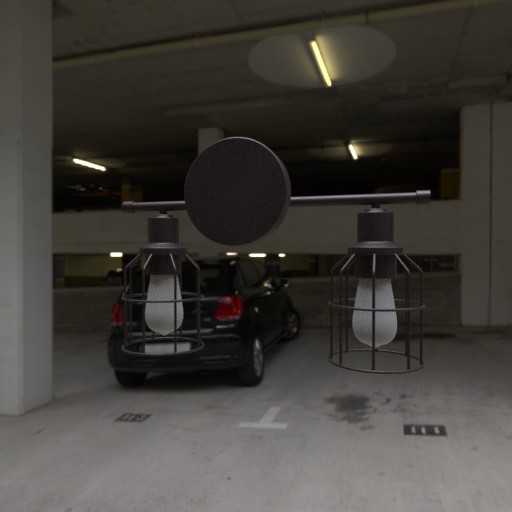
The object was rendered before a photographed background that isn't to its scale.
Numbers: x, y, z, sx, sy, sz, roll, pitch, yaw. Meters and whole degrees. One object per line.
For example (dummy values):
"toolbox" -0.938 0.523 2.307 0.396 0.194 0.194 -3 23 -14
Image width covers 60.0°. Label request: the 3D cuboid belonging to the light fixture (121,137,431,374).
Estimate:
"light fixture" 0.000 0.000 0.549 0.406 0.254 0.165 0 1 17
